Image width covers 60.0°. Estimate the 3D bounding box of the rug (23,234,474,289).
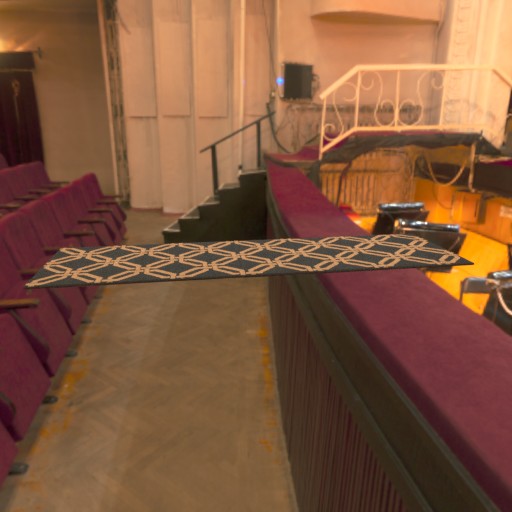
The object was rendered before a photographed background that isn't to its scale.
[{"bbox_3d":[0.000,0.000,2.526,2.276,0.014,0.678,-3,17,-9],"label":"rug"}]
